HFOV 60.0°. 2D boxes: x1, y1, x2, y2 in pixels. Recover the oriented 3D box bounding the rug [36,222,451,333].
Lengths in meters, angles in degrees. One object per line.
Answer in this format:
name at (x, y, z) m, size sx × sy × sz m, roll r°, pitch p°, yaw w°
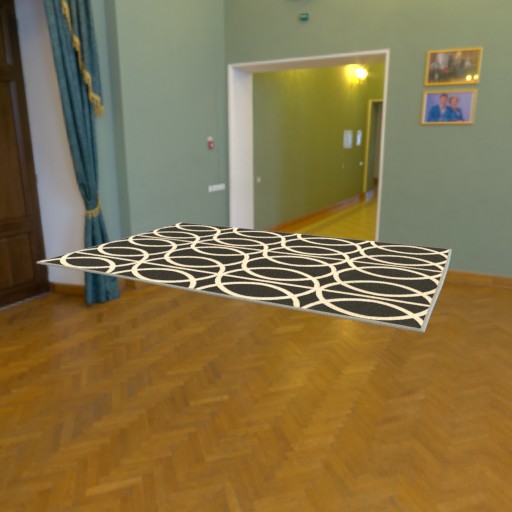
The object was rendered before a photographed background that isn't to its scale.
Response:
rug at (0.000, 0.000, 2.911) m, size 2.294 × 0.014 × 1.528 m, roll 7°, pitch 16°, yaw 26°
